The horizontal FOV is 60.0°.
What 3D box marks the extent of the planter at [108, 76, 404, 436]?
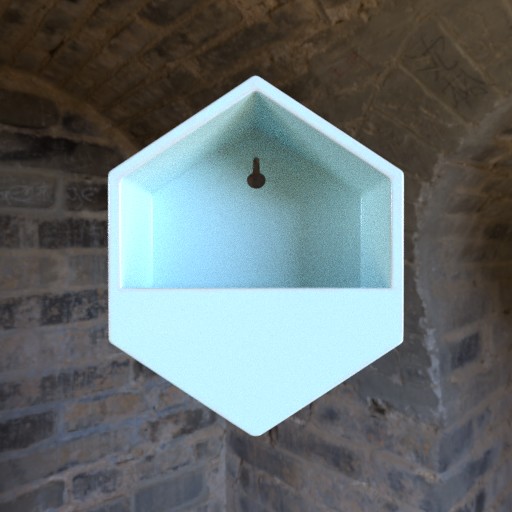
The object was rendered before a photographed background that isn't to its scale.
[{"bbox_3d":[0.000,0.000,0.291,0.169,0.207,0.078,0,1,0],"label":"planter"}]
